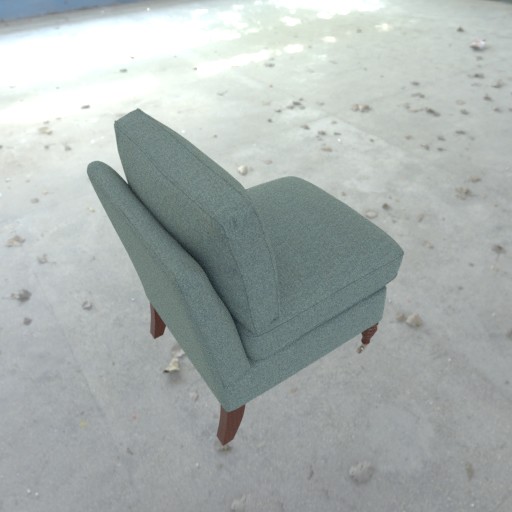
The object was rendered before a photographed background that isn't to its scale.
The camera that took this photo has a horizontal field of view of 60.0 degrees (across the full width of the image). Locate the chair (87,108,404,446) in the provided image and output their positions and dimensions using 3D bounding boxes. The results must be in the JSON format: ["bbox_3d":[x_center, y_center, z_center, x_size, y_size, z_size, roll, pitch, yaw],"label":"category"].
[{"bbox_3d":[0.000,0.000,1.460,0.796,0.901,0.624,-24,46,-25],"label":"chair"}]
